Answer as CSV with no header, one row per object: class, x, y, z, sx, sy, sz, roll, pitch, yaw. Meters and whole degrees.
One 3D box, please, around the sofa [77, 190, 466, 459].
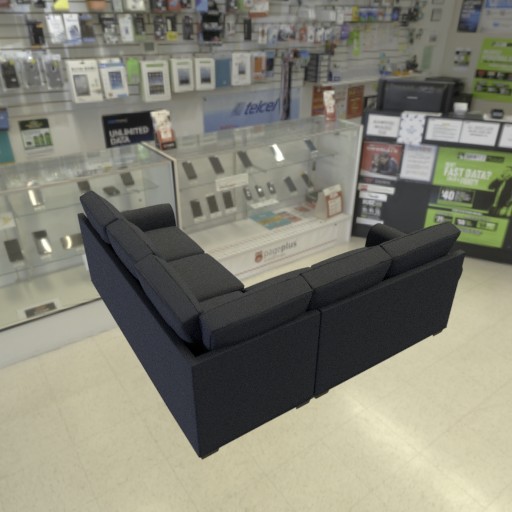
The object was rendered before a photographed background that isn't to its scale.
sofa,0.000,0.000,4.023,2.487,1.042,2.562,-17,33,-28
